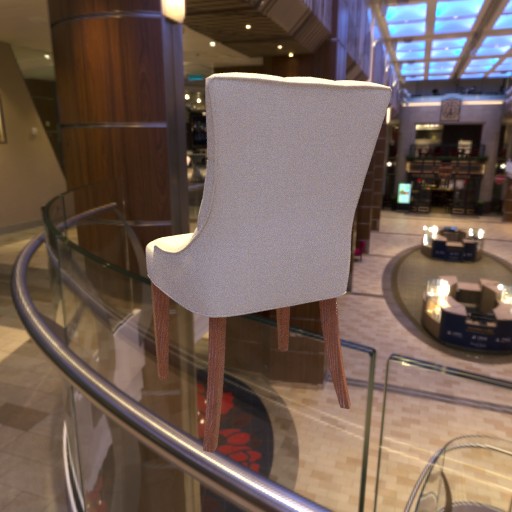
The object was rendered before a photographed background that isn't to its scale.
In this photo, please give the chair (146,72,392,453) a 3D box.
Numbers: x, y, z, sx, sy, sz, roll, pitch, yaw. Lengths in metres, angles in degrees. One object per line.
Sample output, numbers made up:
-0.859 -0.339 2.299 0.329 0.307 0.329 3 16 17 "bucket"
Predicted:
0.000 0.000 1.232 0.509 0.874 0.565 -7 16 -25 "chair"
